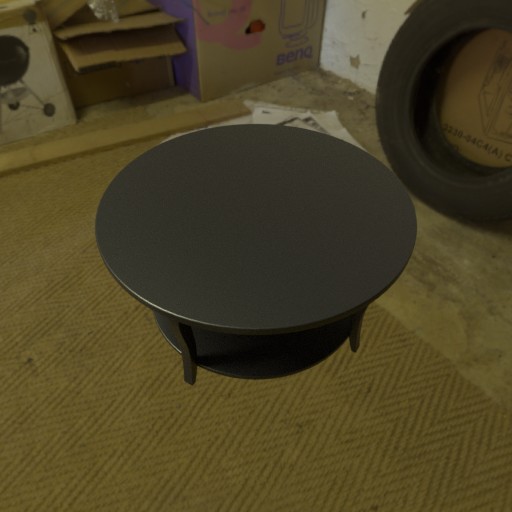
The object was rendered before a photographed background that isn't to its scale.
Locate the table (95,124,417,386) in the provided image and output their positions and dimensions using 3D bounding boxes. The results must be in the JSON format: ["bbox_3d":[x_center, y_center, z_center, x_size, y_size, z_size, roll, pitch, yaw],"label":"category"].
[{"bbox_3d":[0.000,0.000,1.457,0.914,0.457,0.914,0,45,0],"label":"table"}]
